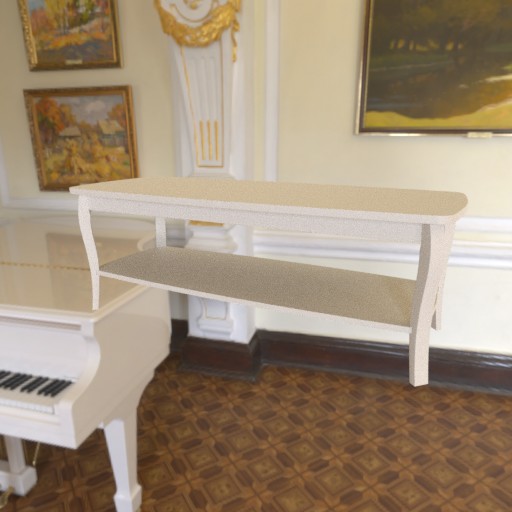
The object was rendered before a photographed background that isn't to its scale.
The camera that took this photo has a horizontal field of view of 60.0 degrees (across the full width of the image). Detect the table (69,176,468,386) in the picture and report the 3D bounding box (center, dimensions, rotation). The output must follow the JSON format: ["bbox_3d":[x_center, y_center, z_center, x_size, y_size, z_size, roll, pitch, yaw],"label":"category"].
[{"bbox_3d":[0.000,0.000,1.596,1.334,0.474,0.561,8,17,26],"label":"table"}]
